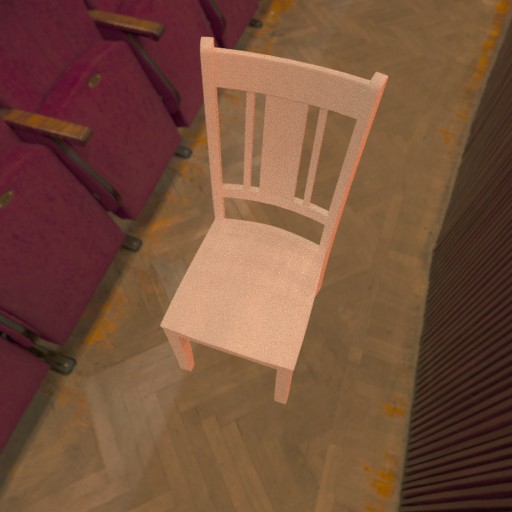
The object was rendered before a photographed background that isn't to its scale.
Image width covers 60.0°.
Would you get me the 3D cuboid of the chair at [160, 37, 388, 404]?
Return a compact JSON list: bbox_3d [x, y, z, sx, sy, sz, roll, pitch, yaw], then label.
[{"bbox_3d":[0.000,0.000,1.325,0.450,0.998,0.555,16,60,10],"label":"chair"}]
